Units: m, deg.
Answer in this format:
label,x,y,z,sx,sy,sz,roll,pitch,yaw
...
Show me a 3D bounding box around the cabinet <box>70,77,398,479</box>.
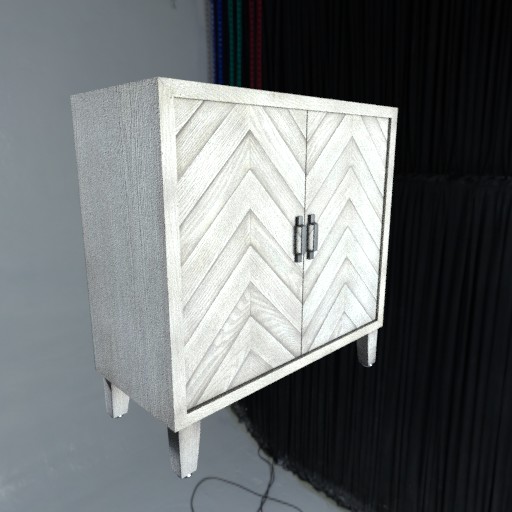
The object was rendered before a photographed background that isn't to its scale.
label,x,y,z,sx,sy,sz,roll,pitch,yaw
cabinet,0.000,0.000,1.197,0.781,0.787,0.370,-13,18,-43
